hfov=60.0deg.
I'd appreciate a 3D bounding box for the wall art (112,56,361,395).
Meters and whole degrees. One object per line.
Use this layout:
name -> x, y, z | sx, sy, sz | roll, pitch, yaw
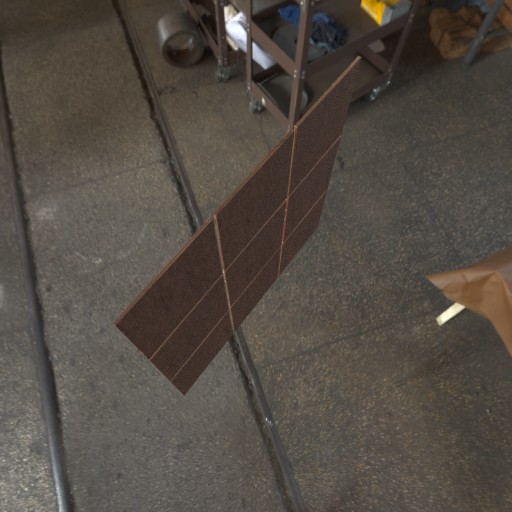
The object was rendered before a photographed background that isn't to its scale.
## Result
wall art -> 0.000, 0.000, 2.379 | 0.014, 1.525, 1.527 | 34, 69, 15
